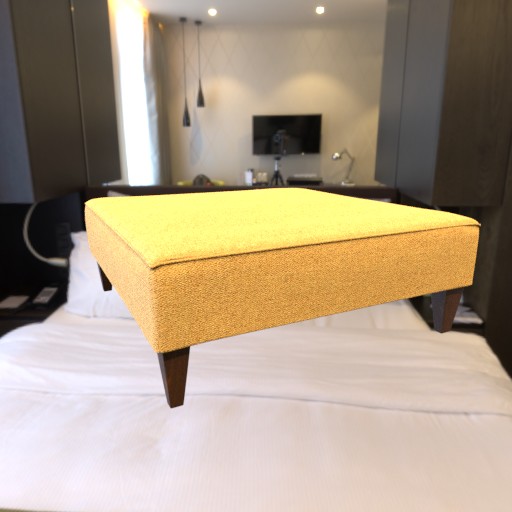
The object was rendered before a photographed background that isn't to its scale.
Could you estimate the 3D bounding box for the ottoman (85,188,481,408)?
[{"bbox_3d":[0.000,0.000,1.509,0.970,0.378,0.981,-7,16,-26],"label":"ottoman"}]
